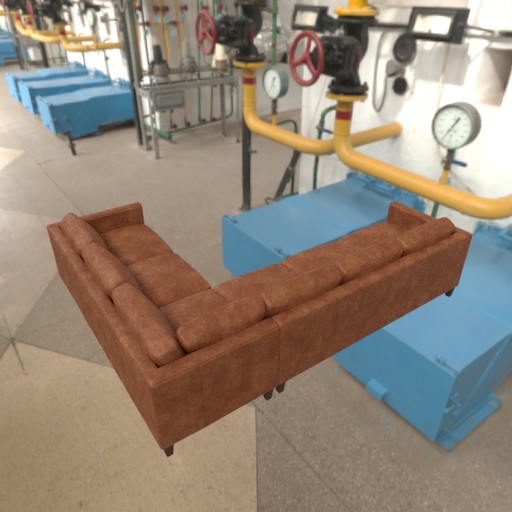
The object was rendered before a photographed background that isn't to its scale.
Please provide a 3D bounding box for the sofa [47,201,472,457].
[{"bbox_3d":[0.000,0.000,4.243,3.167,0.838,2.438,-20,37,-29],"label":"sofa"}]
